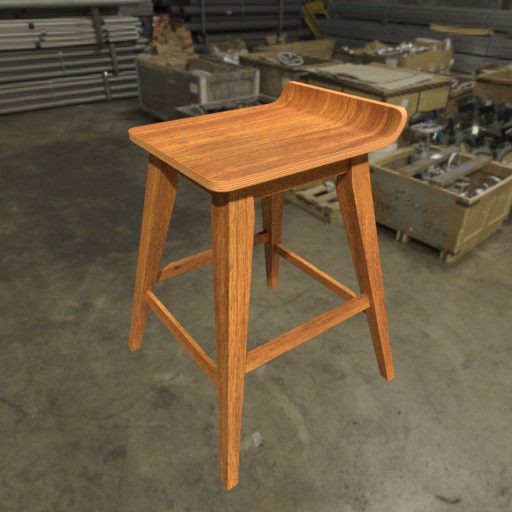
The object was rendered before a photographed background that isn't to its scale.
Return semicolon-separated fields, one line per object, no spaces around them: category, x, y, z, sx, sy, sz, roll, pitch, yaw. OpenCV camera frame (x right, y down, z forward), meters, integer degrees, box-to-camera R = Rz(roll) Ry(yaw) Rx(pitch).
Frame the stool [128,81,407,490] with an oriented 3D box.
stool;0.000;0.000;0.995;0.500;0.650;0.500;-21;37;-30
